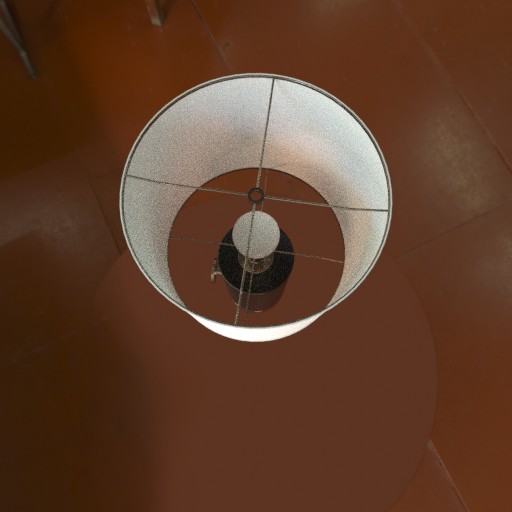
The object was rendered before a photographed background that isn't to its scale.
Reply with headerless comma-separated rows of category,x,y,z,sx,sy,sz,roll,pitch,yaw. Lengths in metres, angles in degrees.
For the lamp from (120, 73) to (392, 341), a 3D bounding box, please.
lamp,0.000,0.000,0.626,0.240,0.482,0.241,8,77,2
